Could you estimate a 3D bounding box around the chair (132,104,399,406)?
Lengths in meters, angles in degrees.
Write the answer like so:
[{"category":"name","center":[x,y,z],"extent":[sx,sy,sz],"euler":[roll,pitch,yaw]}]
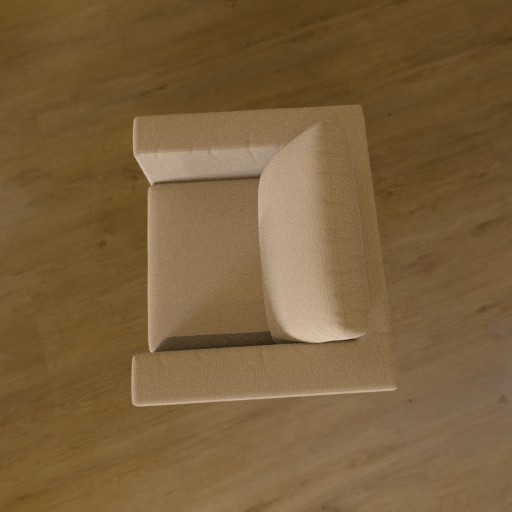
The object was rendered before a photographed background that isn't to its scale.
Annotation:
[{"category":"chair","center":[0.000,0.000,1.854],"extent":[0.957,0.878,1.150],"euler":[-3,76,-1]}]
